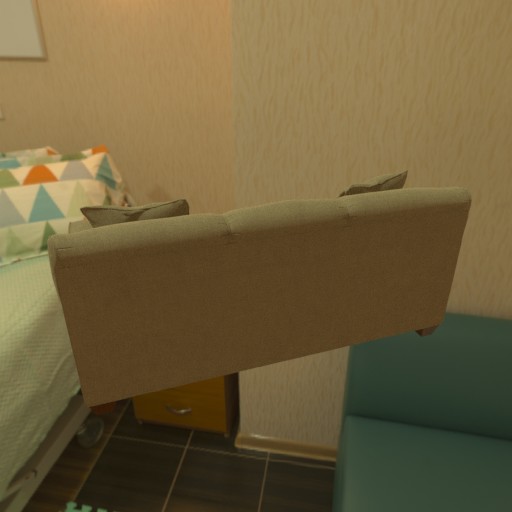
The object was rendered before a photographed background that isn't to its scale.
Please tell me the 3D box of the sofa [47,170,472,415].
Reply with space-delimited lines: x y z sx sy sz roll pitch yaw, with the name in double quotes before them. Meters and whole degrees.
"sofa" 0.000 0.000 2.555 2.024 0.958 0.997 -9 28 -17
